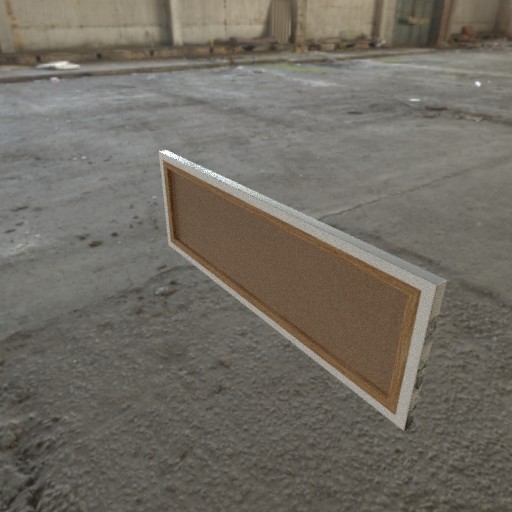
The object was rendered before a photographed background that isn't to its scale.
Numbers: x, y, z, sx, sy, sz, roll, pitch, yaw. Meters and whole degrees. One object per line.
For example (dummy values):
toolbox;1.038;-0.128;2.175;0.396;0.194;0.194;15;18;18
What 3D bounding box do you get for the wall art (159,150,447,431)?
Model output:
wall art;0.000;0.000;1.736;0.044;0.507;1.520;-19;34;-32
